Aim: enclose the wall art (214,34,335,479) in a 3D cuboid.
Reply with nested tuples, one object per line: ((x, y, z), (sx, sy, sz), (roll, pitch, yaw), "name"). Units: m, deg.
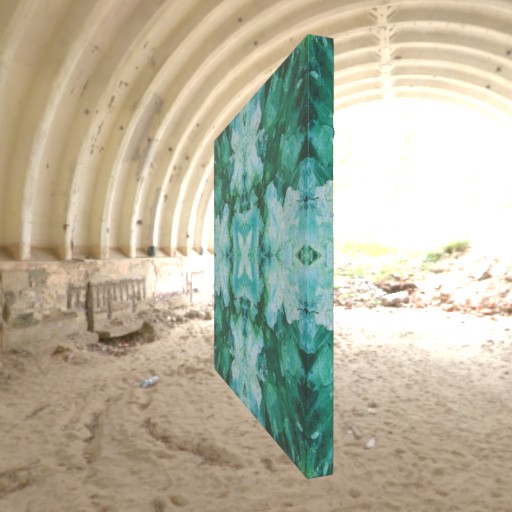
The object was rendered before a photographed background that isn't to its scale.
((0.000, 0.000, 0.748), (0.038, 0.508, 0.507), (0, 0, -17), "wall art")
